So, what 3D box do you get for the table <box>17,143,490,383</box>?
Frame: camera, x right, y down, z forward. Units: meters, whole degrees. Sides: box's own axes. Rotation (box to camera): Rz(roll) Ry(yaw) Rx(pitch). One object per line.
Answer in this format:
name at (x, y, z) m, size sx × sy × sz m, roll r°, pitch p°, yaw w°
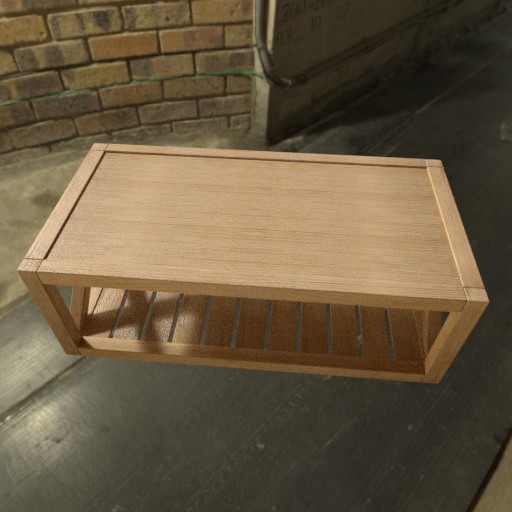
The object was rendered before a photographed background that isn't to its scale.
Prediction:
table at (0.000, 0.000, 1.609) m, size 1.321 × 0.457 × 0.660 m, roll 4°, pitch 47°, yaw 3°
